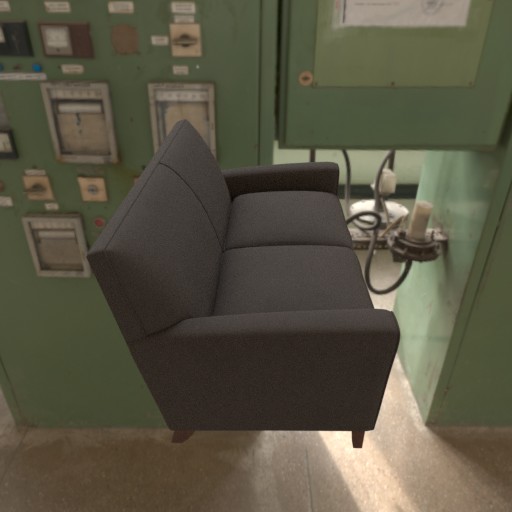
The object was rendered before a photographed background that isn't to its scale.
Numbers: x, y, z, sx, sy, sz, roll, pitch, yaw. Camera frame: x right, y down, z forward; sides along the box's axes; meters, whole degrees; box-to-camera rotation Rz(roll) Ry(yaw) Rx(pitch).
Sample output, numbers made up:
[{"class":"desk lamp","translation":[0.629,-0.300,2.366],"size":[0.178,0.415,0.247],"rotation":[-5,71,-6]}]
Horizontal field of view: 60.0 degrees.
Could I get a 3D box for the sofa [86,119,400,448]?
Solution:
[{"class":"sofa","translation":[0.000,0.000,1.951],"size":[0.871,0.846,1.420],"rotation":[1,31,1]}]
